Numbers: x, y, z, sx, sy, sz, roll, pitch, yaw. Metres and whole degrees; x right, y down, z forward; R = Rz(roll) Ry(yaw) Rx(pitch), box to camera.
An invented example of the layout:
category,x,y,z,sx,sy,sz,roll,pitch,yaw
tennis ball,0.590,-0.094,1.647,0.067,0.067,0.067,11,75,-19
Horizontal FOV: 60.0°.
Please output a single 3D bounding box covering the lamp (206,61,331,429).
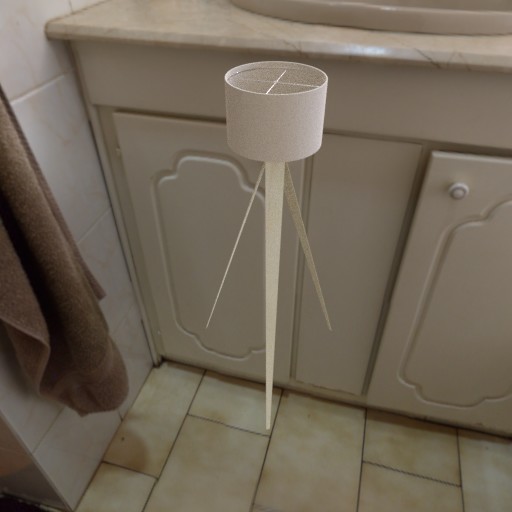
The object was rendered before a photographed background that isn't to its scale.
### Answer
category,x,y,z,sx,sy,sz,roll,pitch,yaw
lamp,0.000,0.000,1.962,0.716,1.524,0.724,11,41,13
